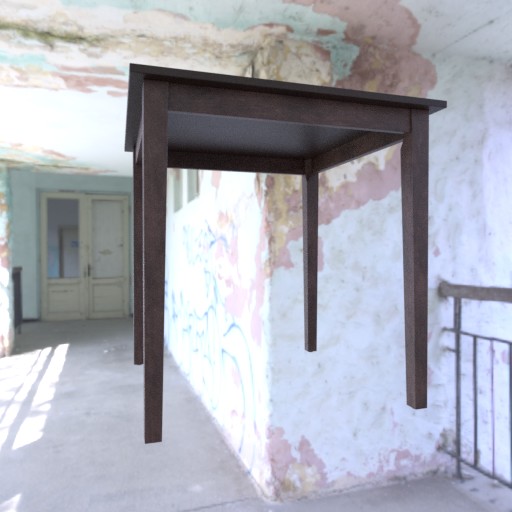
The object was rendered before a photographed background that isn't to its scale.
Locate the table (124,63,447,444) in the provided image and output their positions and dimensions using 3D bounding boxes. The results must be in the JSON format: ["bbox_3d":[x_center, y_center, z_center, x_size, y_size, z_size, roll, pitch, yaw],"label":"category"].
[{"bbox_3d":[0.000,0.000,1.339,0.749,0.770,0.749,0,1,-17],"label":"table"}]
